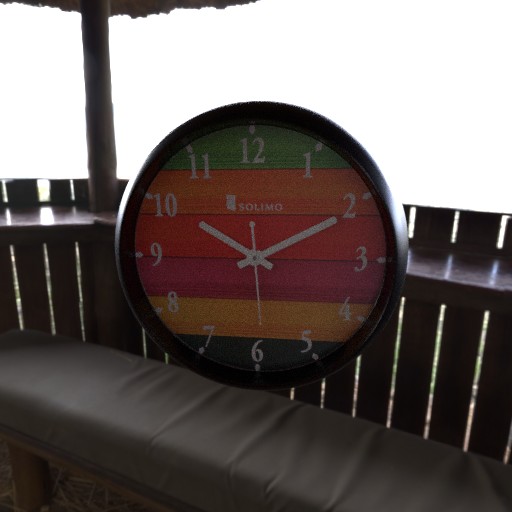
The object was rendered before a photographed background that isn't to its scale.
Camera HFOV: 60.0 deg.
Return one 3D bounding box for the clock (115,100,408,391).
[{"bbox_3d":[0.000,0.000,0.445,0.300,0.300,0.060,2,15,8],"label":"clock"}]
